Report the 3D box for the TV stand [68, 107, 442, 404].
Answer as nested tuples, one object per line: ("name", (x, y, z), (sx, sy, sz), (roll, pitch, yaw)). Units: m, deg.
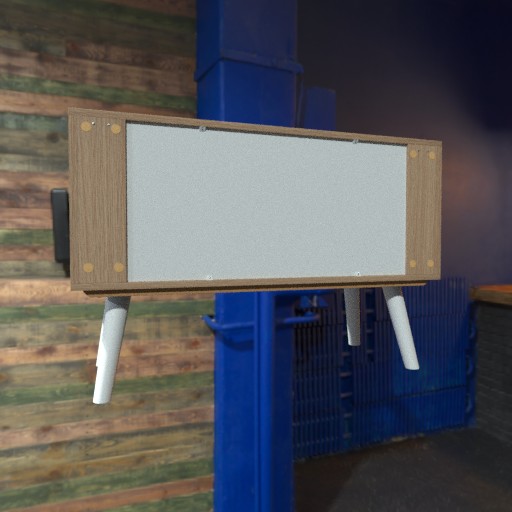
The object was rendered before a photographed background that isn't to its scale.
("TV stand", (0.000, 0.000, 1.315), (0.991, 0.660, 0.407), (-1, 2, -19))
